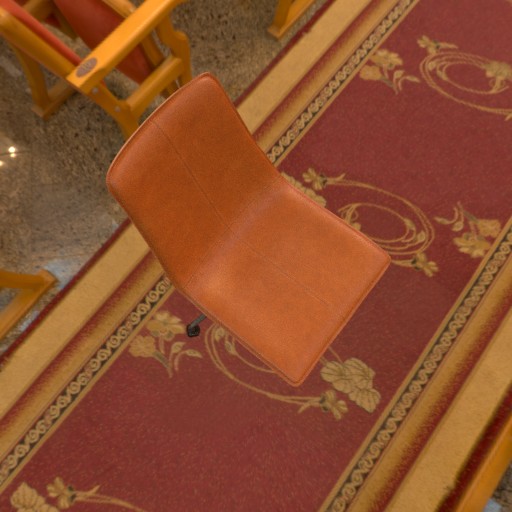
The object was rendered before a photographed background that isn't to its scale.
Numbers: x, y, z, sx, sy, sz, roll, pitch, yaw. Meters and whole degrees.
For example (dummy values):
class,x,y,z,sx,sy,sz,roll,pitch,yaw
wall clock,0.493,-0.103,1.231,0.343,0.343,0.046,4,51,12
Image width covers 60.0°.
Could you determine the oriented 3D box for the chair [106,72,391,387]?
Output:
class,x,y,z,sx,sy,sz,roll,pitch,yaw
chair,0.000,0.000,1.335,0.660,0.920,0.651,38,79,9
